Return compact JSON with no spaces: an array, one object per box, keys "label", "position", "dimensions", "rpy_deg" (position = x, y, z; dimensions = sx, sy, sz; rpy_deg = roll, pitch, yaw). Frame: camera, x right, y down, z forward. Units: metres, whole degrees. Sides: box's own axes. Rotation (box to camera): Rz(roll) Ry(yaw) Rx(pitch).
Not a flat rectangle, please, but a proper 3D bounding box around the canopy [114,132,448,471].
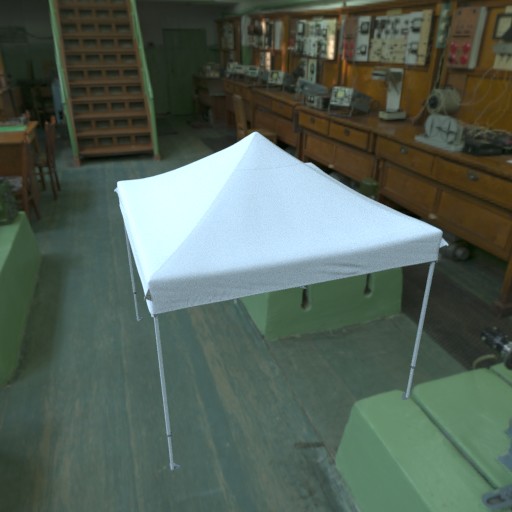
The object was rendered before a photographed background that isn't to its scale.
[{"label":"canopy","position":[0.000,0.000,5.467],"dimensions":[2.996,2.998,2.994],"rpy_deg":[-9,28,-18]}]
